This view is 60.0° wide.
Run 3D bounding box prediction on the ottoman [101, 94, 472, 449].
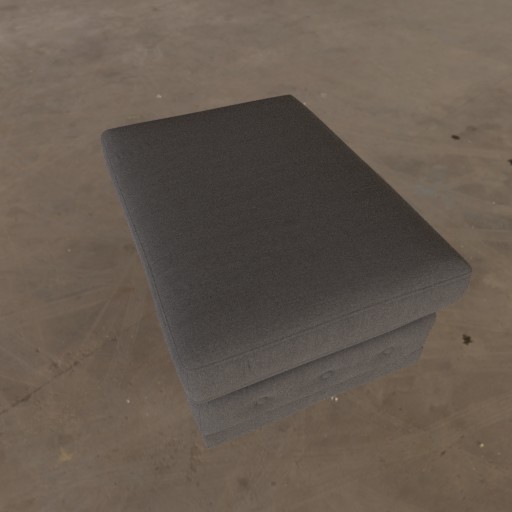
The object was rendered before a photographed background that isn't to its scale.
[{"bbox_3d":[0.000,0.000,1.118,0.569,0.500,0.771,-17,48,-16],"label":"ottoman"}]
